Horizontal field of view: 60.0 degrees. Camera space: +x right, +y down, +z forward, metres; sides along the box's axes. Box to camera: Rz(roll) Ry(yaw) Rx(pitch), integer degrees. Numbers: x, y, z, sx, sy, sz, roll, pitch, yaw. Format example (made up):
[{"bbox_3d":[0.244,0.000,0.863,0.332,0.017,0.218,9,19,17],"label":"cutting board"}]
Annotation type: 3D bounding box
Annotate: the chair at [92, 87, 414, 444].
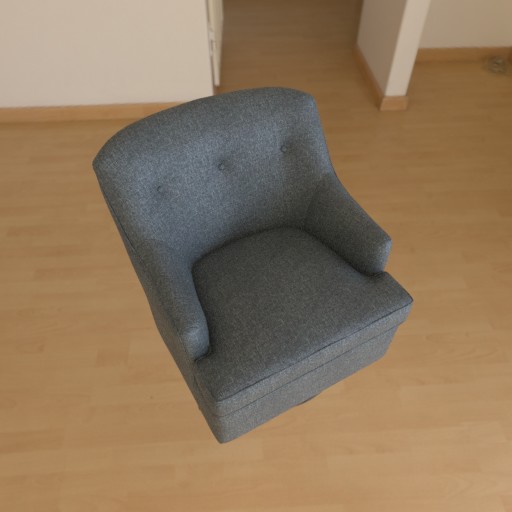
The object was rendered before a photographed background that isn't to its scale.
[{"bbox_3d":[0.000,0.000,1.657,0.864,0.856,0.923,-22,52,-19],"label":"chair"}]
